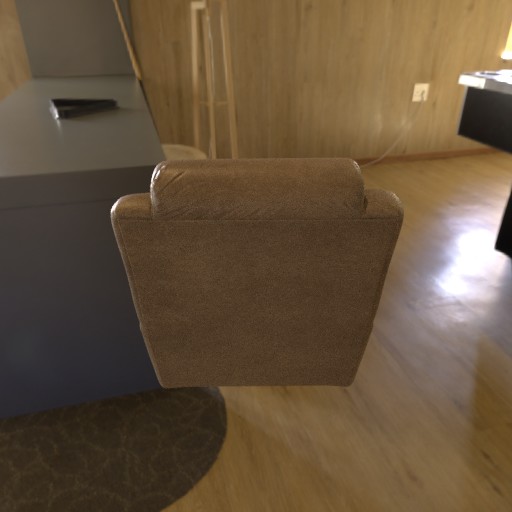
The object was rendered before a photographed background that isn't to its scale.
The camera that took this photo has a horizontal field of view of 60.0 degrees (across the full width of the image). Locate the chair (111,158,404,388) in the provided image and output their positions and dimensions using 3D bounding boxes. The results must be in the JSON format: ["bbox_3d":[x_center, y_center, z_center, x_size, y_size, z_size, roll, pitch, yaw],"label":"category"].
[{"bbox_3d":[0.000,0.000,1.972,0.965,1.116,1.068,0,29,-1],"label":"chair"}]
